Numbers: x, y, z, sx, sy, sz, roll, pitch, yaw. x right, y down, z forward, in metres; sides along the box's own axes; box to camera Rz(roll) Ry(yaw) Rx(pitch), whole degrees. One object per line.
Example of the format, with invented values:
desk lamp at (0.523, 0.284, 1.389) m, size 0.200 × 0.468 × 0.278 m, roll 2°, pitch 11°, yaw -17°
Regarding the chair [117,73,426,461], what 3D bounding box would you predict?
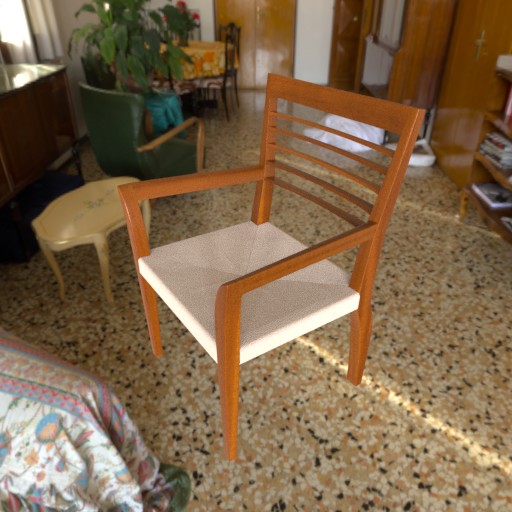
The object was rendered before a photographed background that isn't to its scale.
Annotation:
chair at (0.000, 0.000, 1.256) m, size 0.540 × 0.855 × 0.587 m, roll -20°, pitch 37°, yaw -29°
